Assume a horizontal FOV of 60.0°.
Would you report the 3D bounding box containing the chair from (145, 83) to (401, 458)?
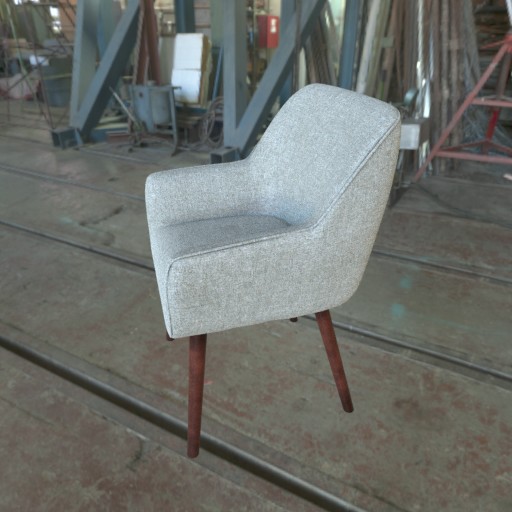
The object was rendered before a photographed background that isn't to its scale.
[{"bbox_3d":[0.000,0.000,1.168,0.519,0.803,0.543,-8,29,-14],"label":"chair"}]
